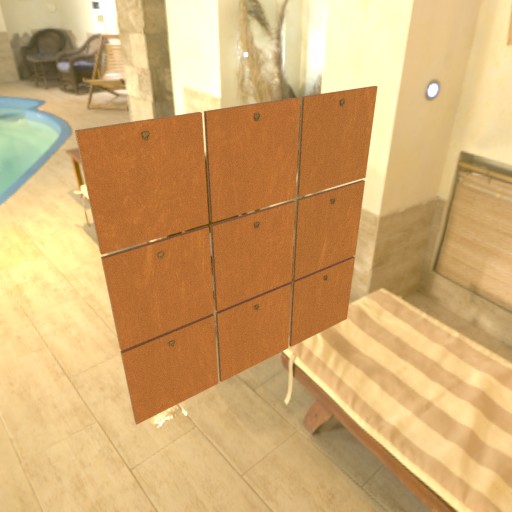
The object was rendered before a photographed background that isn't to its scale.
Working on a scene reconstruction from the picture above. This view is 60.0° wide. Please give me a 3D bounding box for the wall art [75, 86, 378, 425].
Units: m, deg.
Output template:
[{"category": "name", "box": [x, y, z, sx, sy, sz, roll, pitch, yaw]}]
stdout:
[{"category": "wall art", "box": [0.000, 0.000, 1.379, 0.915, 0.913, 0.018, -20, 36, -30]}]
